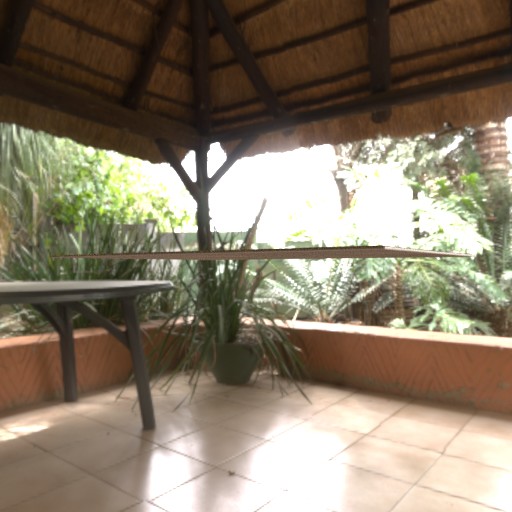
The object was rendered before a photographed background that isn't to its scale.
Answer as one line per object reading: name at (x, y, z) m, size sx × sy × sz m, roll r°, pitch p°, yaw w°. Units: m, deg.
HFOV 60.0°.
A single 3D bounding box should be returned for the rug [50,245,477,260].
rug at (0.000, 0.000, 2.265) m, size 1.824 × 0.012 × 1.206 m, roll -1°, pitch -2°, yaw 37°
